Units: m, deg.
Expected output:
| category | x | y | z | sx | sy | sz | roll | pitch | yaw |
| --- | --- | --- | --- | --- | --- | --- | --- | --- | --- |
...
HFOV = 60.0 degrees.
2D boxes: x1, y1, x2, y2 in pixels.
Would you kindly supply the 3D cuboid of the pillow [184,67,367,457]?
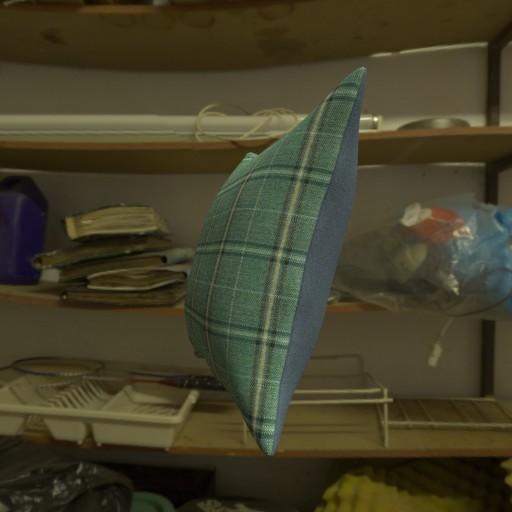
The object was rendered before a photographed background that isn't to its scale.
| category | x | y | z | sx | sy | sz | roll | pitch | yaw |
| --- | --- | --- | --- | --- | --- | --- | --- | --- | --- |
| pillow | 0.000 | 0.000 | 0.698 | 0.200 | 0.430 | 0.453 | 0 | 0 | -17 |
